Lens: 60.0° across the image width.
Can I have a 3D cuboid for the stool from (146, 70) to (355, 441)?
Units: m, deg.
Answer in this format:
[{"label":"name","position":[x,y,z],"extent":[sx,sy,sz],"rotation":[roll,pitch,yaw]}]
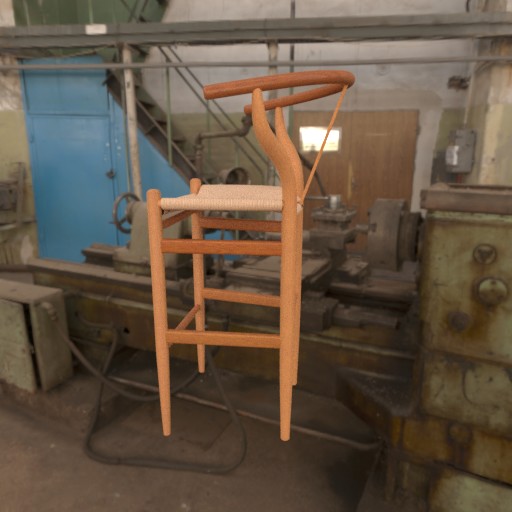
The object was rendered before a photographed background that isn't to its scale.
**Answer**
[{"label":"stool","position":[0.000,0.000,1.408],"extent":[0.561,1.068,0.574],"rotation":[2,14,9]}]
